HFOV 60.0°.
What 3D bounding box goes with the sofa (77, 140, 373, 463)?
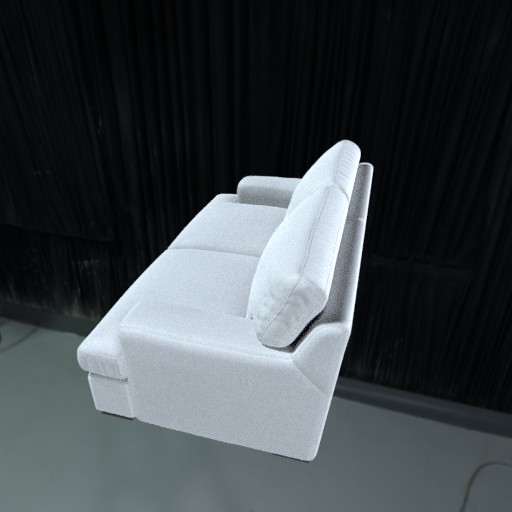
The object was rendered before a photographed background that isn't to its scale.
[{"bbox_3d":[0.000,0.000,2.497,1.143,0.940,1.880,8,31,13],"label":"sofa"}]
